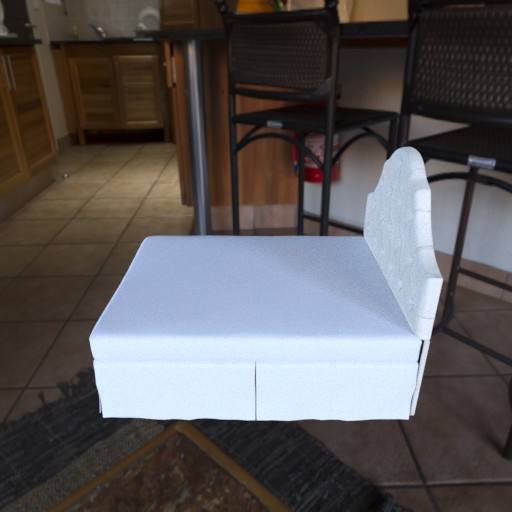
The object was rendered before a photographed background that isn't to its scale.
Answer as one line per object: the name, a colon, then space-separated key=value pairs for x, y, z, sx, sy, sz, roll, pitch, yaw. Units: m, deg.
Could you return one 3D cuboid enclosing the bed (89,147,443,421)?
bed: x=0.000 y=0.000 z=3.248 sx=2.092 sy=1.575 sz=1.627 roll=0 pitch=26 yaw=0
